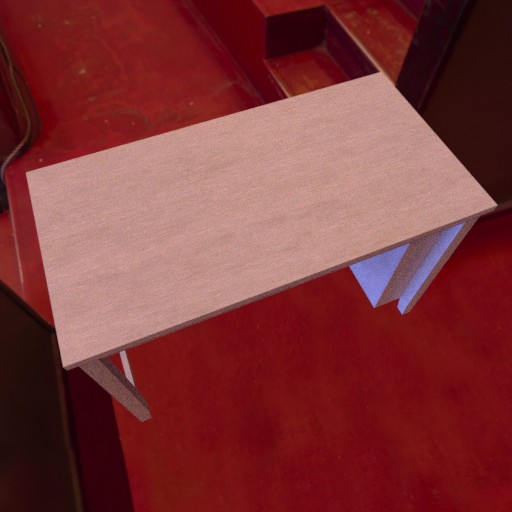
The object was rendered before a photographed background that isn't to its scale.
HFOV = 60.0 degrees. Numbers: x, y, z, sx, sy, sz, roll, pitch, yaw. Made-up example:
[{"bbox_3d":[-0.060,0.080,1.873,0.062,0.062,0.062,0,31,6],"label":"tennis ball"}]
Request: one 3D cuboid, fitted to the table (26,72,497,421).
[{"bbox_3d":[0.000,0.000,1.850,1.397,0.874,0.729,-19,61,-11],"label":"table"}]
